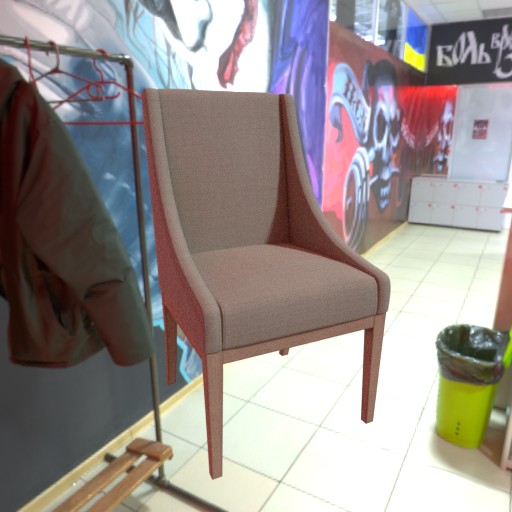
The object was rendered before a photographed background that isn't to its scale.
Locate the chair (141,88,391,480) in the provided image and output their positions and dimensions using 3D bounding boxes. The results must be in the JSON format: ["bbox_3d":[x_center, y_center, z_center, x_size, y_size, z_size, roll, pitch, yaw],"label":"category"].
[{"bbox_3d":[0.000,0.000,1.403,0.575,1.021,0.611,-8,18,-26],"label":"chair"}]
